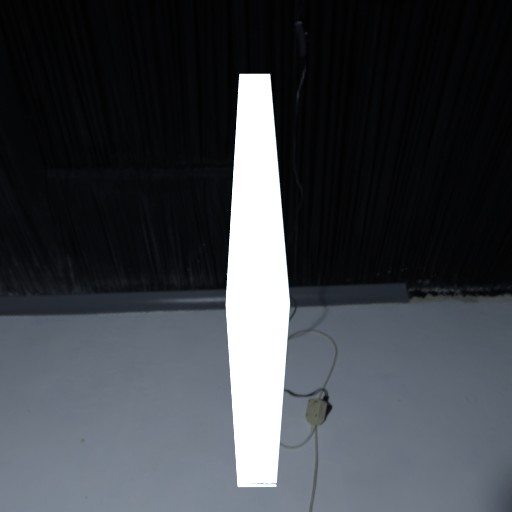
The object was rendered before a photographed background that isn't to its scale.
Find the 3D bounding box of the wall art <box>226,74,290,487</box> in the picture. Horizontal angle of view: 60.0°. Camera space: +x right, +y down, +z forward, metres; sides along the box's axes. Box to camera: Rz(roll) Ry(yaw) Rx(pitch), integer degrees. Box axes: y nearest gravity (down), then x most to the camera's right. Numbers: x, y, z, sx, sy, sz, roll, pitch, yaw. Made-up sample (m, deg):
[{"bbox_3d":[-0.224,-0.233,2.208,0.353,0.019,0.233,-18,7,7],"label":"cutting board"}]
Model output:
[{"bbox_3d":[0.000,0.000,0.486,0.038,0.259,0.381,0,41,0],"label":"wall art"}]
